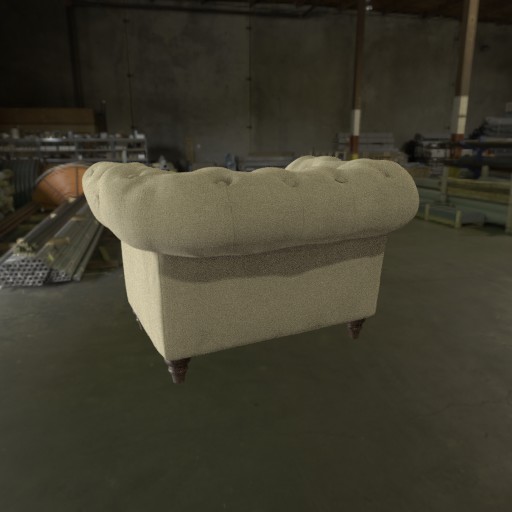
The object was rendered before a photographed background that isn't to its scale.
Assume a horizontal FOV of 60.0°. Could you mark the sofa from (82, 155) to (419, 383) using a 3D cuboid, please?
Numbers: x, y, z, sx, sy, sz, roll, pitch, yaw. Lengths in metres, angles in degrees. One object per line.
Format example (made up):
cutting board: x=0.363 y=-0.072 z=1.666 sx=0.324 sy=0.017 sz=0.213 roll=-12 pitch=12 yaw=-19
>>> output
sofa: x=0.000 y=0.000 z=2.050 sx=1.405 sy=0.878 sz=1.034 roll=-7 pitch=16 yaw=-26
